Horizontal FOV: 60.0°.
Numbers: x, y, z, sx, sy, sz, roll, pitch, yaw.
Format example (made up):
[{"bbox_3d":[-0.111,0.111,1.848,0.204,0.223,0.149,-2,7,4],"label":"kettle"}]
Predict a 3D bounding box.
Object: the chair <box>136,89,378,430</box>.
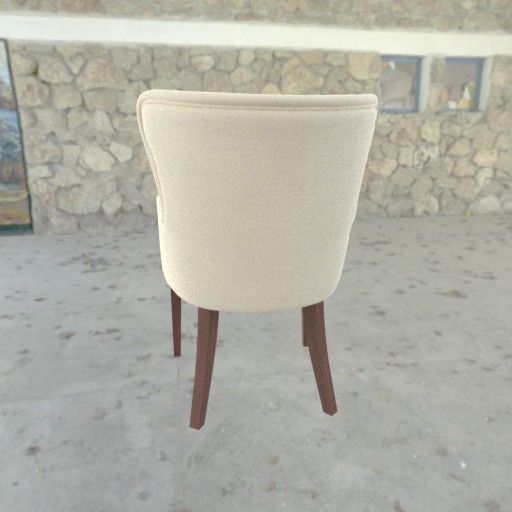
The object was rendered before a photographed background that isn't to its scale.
[{"bbox_3d":[0.000,0.000,1.472,0.696,0.990,0.744,-2,14,-10],"label":"chair"}]
